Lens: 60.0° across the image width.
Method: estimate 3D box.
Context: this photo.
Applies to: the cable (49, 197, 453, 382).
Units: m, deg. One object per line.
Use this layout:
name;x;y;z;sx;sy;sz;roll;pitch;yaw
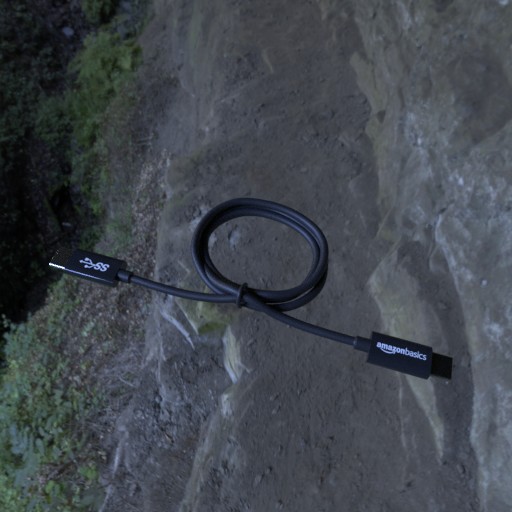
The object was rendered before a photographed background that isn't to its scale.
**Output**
cable;0.000;0.000;0.210;0.186;0.014;0.070;14;58;9
